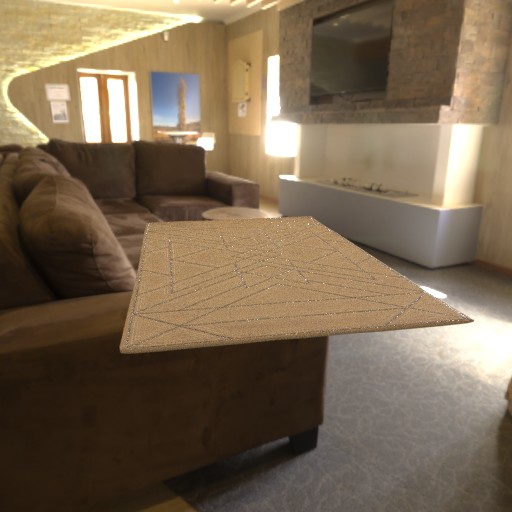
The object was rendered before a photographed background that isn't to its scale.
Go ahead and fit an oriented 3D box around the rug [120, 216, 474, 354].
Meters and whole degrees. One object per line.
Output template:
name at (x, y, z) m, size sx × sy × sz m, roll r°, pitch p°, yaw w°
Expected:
rug at (0.000, 0.000, 3.041) m, size 1.575 × 0.023 × 2.459 m, roll -3°, pitch 17°, yaw -10°
